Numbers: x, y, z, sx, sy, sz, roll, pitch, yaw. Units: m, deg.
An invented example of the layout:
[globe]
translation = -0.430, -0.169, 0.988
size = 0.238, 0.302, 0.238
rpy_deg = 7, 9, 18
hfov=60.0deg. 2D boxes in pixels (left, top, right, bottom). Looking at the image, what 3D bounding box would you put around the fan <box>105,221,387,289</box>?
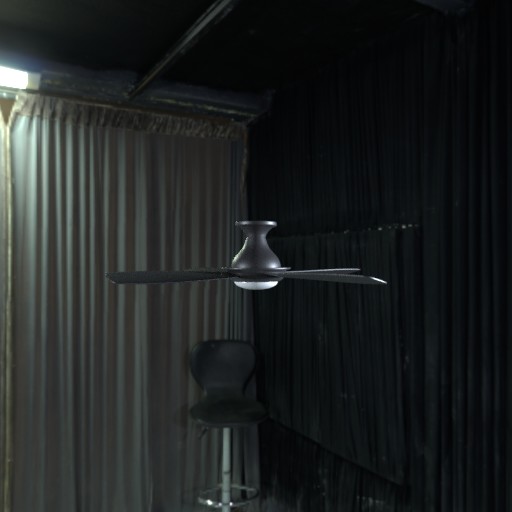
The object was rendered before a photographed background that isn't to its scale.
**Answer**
[fan]
translation = 0.000, 0.000, 2.526
size = 1.694, 0.382, 1.694
rpy_deg = 0, 0, -38
